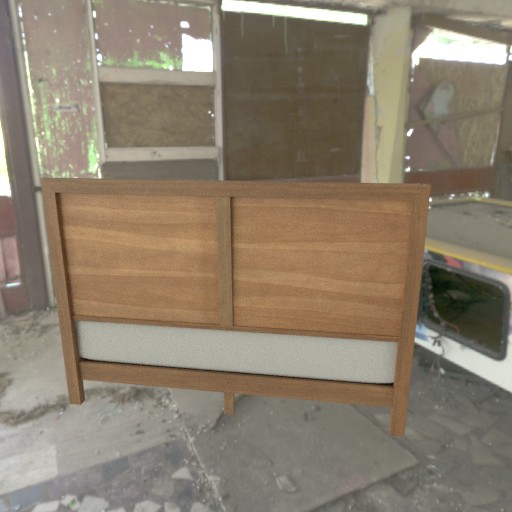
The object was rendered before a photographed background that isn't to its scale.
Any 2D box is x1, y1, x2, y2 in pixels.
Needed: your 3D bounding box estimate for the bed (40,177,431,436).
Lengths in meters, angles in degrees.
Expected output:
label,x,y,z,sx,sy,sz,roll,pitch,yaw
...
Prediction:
label,x,y,z,sx,sy,sz,roll,pitch,yaw
bed,0.000,0.000,3.456,2.003,1.387,2.184,2,16,8
